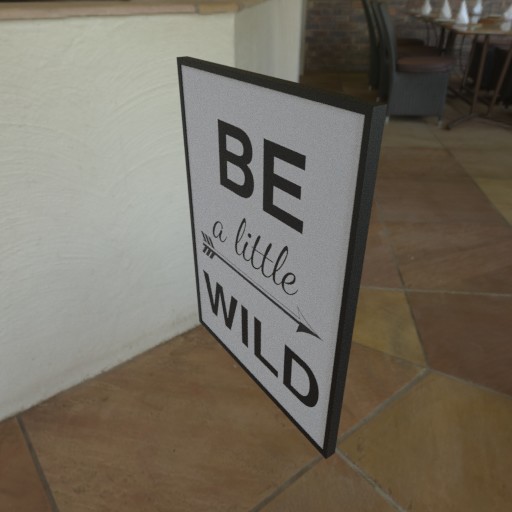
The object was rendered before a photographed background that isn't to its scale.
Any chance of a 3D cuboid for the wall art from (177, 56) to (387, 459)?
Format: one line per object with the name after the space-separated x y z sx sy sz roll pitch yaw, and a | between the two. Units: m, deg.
0.000 0.000 1.386 0.038 1.062 0.806 -20 37 -29 | wall art
